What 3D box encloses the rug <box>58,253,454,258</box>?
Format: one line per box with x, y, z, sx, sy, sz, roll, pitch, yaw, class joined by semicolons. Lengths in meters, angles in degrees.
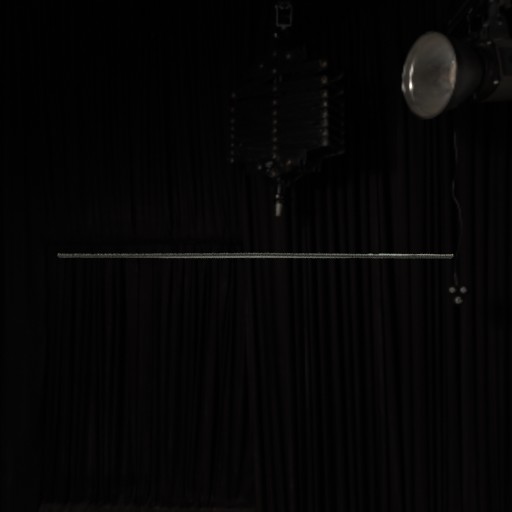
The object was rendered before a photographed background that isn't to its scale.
0.000;0.000;5.149;2.802;0.052;4.078;0;0;0;rug
